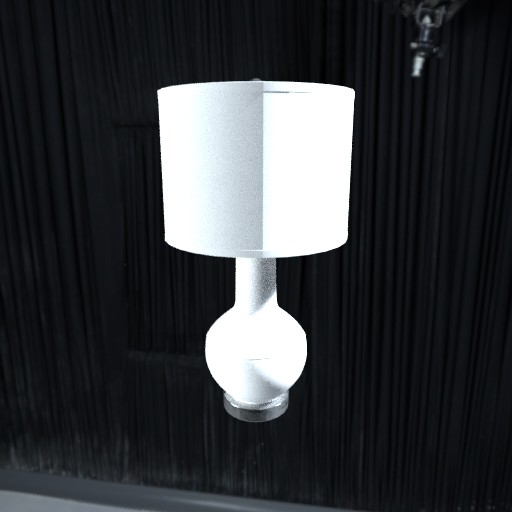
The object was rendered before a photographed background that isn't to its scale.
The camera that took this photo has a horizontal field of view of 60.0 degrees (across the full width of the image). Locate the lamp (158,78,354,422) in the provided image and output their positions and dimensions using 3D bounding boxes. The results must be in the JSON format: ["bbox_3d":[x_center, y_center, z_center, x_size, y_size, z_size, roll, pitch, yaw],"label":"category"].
[{"bbox_3d":[0.000,0.000,0.898,0.357,0.673,0.357,2,15,9],"label":"lamp"}]
